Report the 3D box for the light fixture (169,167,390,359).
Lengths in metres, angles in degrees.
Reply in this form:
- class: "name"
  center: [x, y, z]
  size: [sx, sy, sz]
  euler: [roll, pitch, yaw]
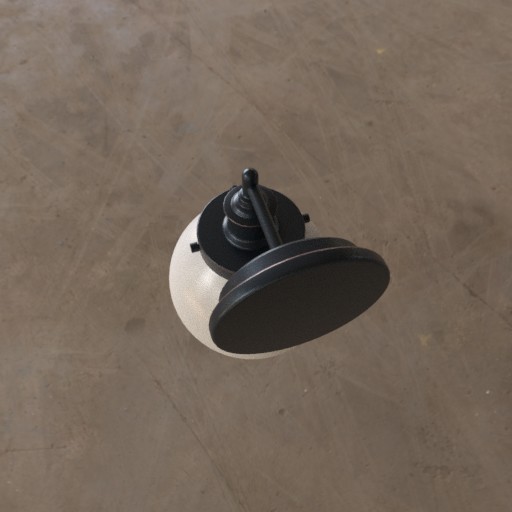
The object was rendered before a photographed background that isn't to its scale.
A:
- class: "light fixture"
  center: [0.000, 0.000, 0.467]
  size: [0.197, 0.332, 0.230]
  euler: [-15, 60, -9]
